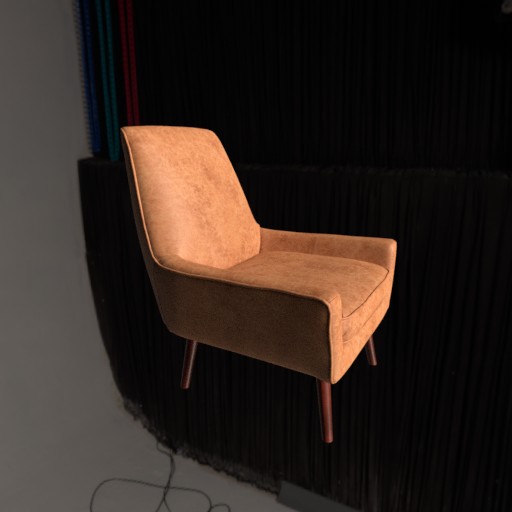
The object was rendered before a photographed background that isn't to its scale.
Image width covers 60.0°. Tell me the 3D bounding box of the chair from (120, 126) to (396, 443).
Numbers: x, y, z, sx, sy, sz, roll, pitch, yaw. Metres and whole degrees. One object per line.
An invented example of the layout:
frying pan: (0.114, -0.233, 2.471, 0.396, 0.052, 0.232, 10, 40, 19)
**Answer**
chair: (0.000, 0.000, 1.556, 0.851, 0.883, 0.753, 8, 16, 28)
